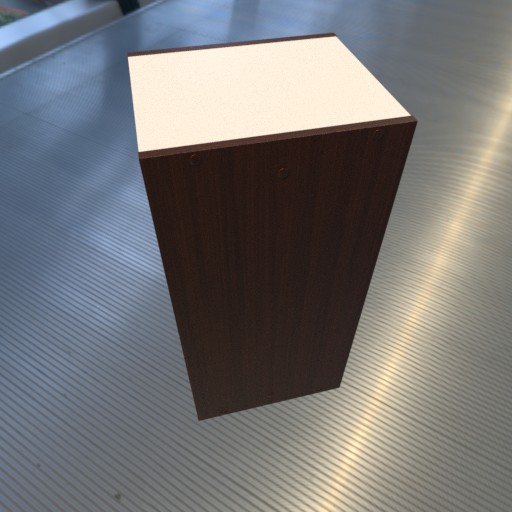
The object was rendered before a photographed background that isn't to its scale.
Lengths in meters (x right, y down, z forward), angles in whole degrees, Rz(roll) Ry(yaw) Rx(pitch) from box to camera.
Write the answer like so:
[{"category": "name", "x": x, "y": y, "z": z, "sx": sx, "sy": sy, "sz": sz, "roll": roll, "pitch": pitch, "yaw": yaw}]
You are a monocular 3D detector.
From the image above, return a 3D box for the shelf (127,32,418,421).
[{"category": "shelf", "x": 0.000, "y": 0.000, "z": 0.744, "sx": 0.290, "sy": 0.600, "sz": 0.253, "roll": -10, "pitch": 48, "yaw": -9}]
